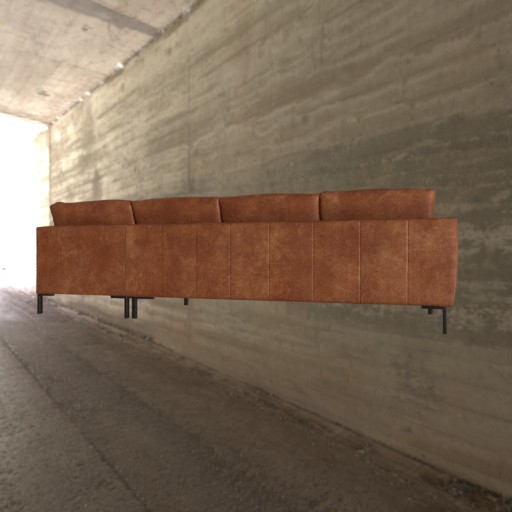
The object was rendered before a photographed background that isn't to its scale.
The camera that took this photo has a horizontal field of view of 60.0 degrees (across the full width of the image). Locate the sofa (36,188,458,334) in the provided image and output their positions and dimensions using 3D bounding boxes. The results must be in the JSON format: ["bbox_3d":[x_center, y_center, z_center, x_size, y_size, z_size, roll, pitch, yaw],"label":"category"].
[{"bbox_3d":[0.000,0.000,3.836,2.984,0.877,1.938,0,0,17],"label":"sofa"}]
